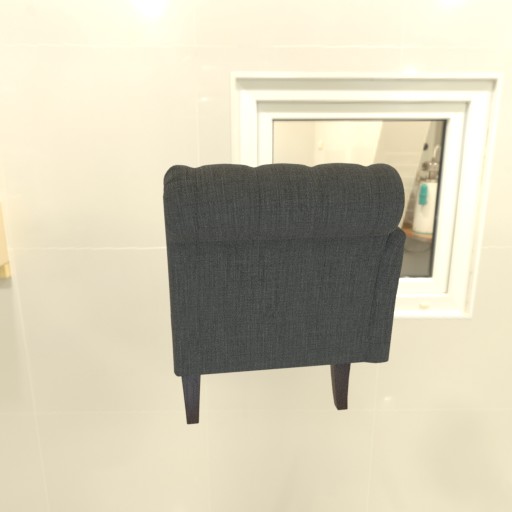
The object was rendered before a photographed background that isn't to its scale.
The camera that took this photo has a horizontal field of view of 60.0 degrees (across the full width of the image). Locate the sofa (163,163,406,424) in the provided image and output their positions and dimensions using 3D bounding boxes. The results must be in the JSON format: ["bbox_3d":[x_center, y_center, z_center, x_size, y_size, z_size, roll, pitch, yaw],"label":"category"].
[{"bbox_3d":[0.000,0.000,1.788,0.675,0.787,1.379,-2,15,-9],"label":"sofa"}]
